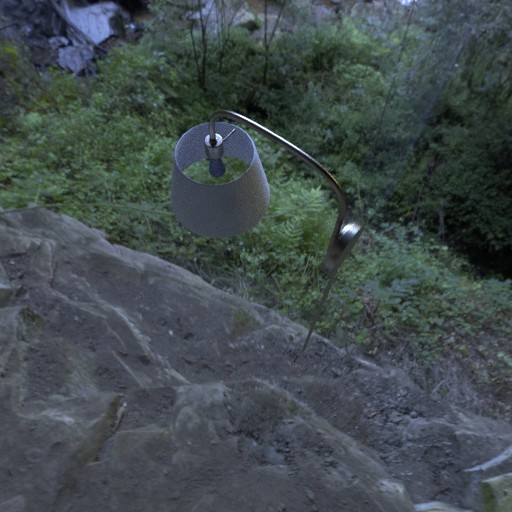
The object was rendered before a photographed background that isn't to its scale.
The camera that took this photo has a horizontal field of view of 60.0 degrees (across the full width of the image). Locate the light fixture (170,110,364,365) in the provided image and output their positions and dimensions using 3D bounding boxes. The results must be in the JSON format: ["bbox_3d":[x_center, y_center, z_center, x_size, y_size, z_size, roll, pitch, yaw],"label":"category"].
[{"bbox_3d":[0.000,0.000,0.470,0.176,0.399,0.092,35,69,15],"label":"light fixture"}]
